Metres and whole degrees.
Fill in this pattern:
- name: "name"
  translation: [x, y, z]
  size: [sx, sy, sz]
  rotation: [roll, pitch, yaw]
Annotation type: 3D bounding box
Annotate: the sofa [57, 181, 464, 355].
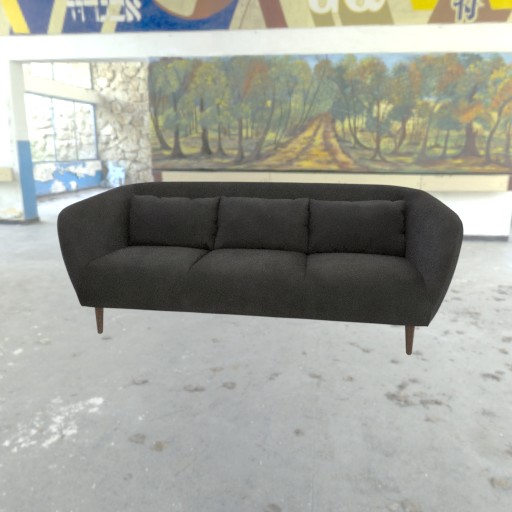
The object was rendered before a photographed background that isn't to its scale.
- name: "sofa"
  translation: [0.000, 0.000, 2.841]
  size: [2.296, 0.875, 0.956]
  rotation: [2, 14, 9]
